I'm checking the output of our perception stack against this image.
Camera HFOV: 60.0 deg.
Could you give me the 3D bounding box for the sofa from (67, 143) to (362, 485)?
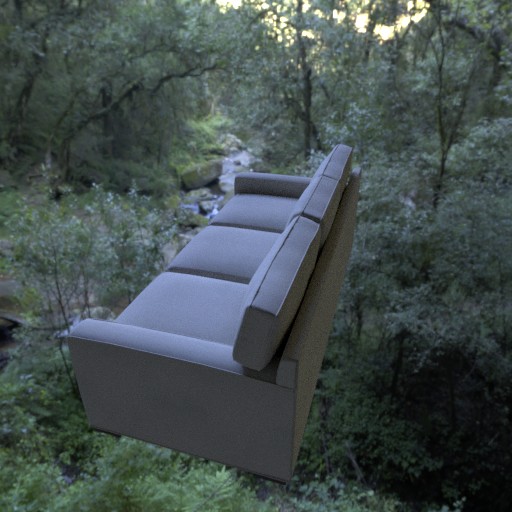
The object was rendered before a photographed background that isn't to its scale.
[{"bbox_3d":[0.000,0.000,2.536,0.935,0.862,2.088,9,31,15],"label":"sofa"}]
